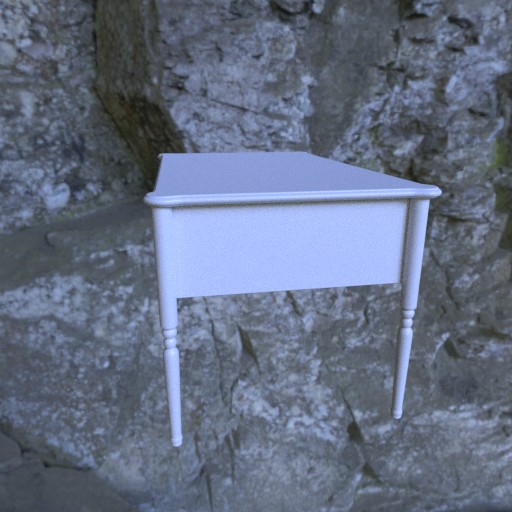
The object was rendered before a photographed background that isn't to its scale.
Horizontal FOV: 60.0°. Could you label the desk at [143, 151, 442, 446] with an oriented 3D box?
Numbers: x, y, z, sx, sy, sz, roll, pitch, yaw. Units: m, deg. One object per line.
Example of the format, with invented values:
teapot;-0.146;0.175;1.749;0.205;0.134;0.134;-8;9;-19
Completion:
desk;0.000;0.000;1.887;0.807;0.762;1.380;-3;18;-10
